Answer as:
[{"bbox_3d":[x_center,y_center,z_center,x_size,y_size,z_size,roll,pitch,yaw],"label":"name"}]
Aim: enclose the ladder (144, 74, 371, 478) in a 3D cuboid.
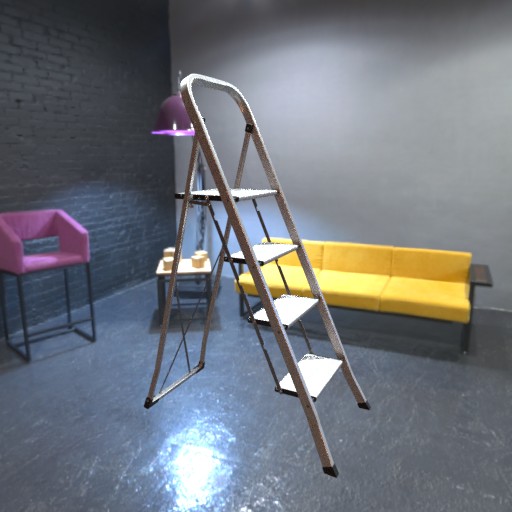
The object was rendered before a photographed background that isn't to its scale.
[{"bbox_3d":[0.000,0.000,1.674,0.830,1.290,0.465,7,14,27],"label":"ladder"}]
